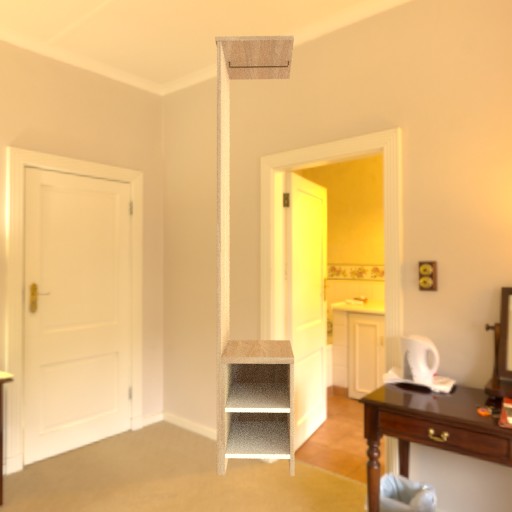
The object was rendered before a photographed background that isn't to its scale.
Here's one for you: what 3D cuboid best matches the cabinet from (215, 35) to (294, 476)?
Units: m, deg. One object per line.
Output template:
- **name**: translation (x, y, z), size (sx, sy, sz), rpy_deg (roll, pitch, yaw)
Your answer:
- **cabinet**: translation (0.000, 0.000, 2.093), size (0.338, 1.879, 0.411), rpy_deg (0, -1, 2)
